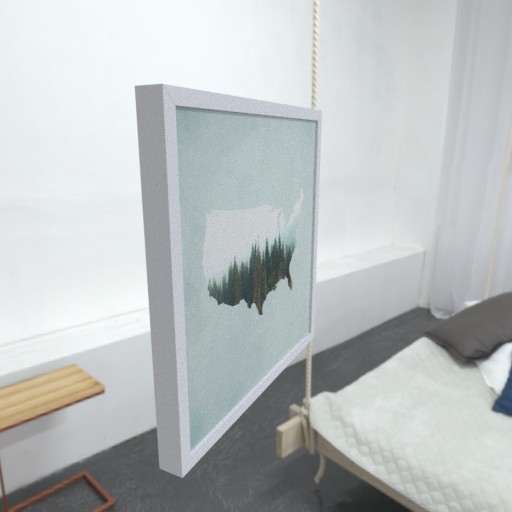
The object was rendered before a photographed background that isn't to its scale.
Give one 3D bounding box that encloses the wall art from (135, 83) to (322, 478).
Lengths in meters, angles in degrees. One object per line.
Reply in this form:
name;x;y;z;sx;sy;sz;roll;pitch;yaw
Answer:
wall art;0.000;0.000;0.771;0.040;0.509;0.509;8;16;27
